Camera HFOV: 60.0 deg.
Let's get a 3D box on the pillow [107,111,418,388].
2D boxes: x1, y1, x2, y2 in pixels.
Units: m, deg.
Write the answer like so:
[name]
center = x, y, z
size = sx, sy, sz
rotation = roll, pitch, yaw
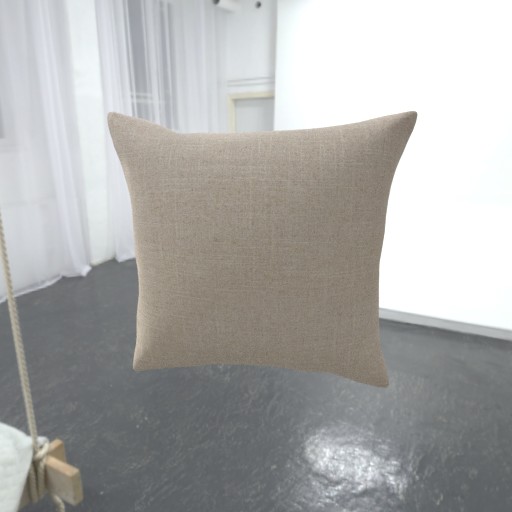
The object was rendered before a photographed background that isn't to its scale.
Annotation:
[pillow]
center = 0.000, 0.000, 0.641
size = 0.414, 0.399, 0.173
rotation = 2, 16, 7
